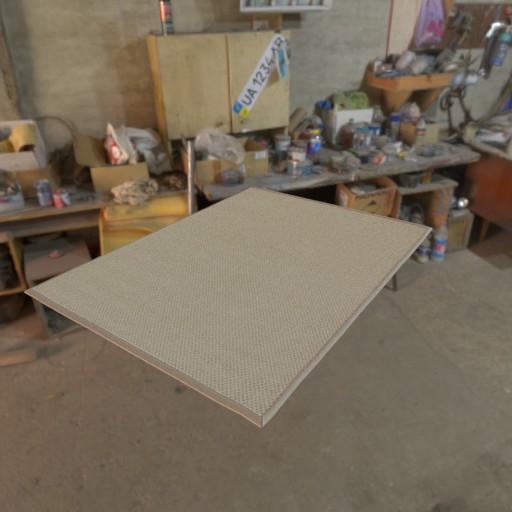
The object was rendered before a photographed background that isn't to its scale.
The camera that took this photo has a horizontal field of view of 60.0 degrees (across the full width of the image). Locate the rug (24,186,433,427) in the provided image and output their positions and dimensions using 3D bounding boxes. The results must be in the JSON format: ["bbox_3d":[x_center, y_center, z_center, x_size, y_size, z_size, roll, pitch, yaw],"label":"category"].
[{"bbox_3d":[0.000,0.000,2.680,1.525,0.020,2.081,18,33,31],"label":"rug"}]
